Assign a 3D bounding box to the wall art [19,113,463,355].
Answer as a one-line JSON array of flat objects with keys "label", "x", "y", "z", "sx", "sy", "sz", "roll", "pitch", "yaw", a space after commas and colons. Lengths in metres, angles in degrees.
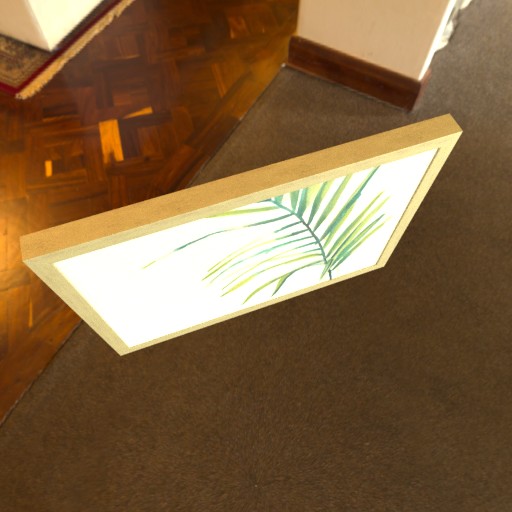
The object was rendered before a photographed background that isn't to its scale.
[{"label": "wall art", "x": 0.000, "y": 0.000, "z": 0.682, "sx": 0.532, "sy": 0.380, "sz": 0.032, "roll": -18, "pitch": 64, "yaw": -9}]
